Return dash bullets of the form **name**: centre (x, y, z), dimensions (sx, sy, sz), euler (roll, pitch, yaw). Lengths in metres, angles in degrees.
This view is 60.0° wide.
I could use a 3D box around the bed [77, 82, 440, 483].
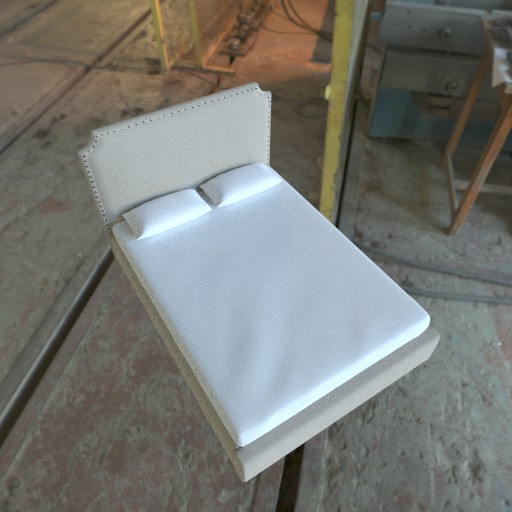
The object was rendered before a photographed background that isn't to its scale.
- **bed**: centre (0.000, 0.000, 3.379), dimensions (1.713, 1.443, 2.372), euler (-25, 52, -21)
